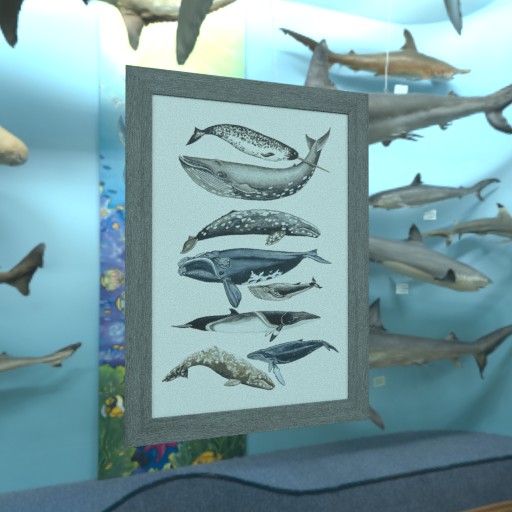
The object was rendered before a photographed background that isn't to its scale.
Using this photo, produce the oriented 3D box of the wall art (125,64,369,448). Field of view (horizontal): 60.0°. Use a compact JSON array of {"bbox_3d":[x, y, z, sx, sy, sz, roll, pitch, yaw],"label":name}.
[{"bbox_3d":[0.000,0.000,1.355,0.768,1.070,0.020,0,0,-17],"label":"wall art"}]
